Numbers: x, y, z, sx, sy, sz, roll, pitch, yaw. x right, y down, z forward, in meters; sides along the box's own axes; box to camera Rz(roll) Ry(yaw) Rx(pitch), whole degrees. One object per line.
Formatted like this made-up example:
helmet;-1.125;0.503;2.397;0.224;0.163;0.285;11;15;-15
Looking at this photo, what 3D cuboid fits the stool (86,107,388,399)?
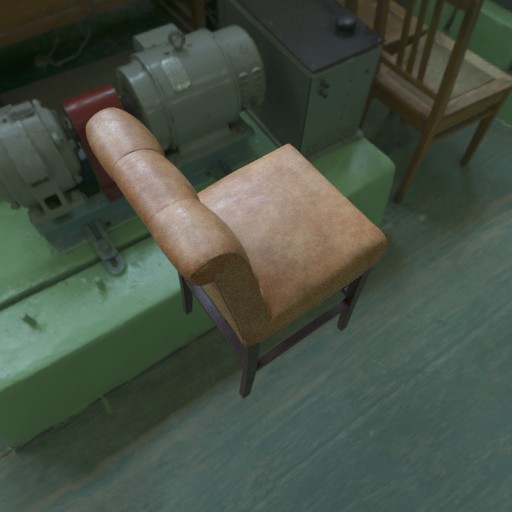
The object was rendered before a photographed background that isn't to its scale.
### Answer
stool;0.000;0.000;1.354;0.601;1.047;0.493;-31;63;-18
